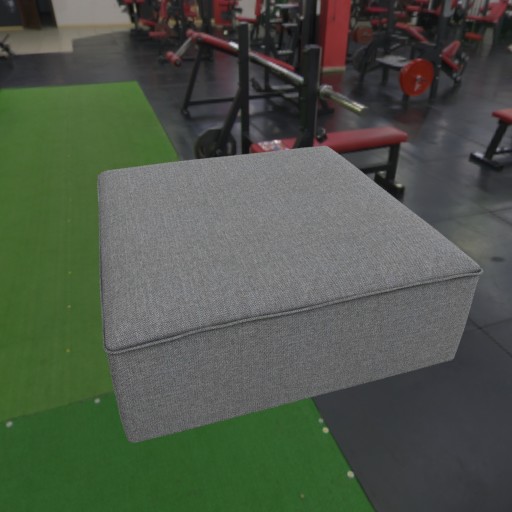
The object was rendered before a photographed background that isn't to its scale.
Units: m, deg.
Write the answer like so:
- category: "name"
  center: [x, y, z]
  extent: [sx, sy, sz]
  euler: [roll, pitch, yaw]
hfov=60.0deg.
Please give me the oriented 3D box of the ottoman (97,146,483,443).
- category: "ottoman"
  center: [0.000, 0.000, 1.563]
  extent: [1.017, 0.423, 1.023]
  euler: [-9, 35, -14]
